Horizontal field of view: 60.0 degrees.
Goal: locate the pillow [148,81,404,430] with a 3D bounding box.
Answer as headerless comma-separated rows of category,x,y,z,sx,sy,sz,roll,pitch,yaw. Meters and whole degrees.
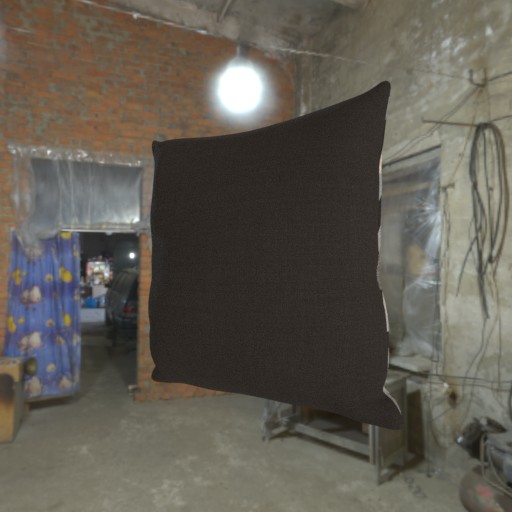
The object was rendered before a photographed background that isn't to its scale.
pillow,0.000,0.000,0.768,0.503,0.496,0.208,-1,-2,34
